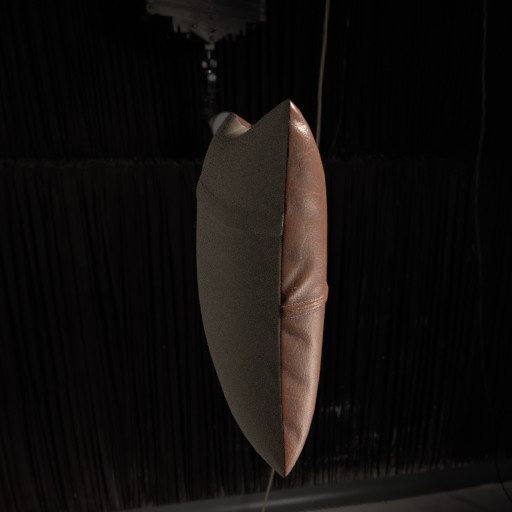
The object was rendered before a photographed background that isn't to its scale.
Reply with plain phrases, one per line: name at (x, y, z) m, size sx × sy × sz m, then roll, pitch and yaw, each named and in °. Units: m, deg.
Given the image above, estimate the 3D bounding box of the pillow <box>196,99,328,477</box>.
pillow at (0.000, 0.000, 0.731) m, size 0.192 × 0.470 × 0.484 m, roll -3°, pitch 16°, yaw -10°
